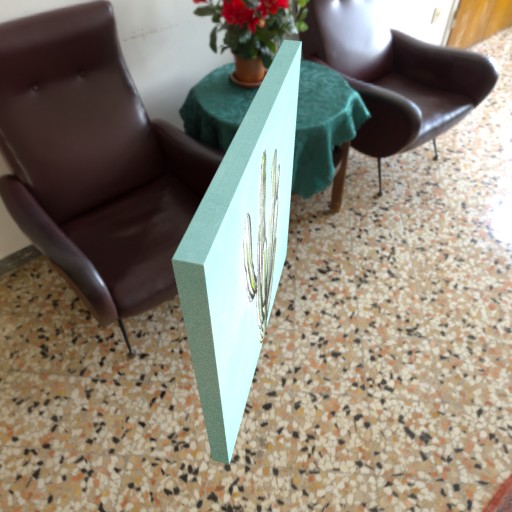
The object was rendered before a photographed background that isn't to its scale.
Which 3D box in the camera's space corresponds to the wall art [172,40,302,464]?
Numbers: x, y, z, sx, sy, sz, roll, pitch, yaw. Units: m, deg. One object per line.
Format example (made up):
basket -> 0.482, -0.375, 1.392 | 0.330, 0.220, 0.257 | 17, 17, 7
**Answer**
wall art -> 0.000, 0.000, 0.882 | 0.036, 0.603, 0.603 | 10, 48, 9
